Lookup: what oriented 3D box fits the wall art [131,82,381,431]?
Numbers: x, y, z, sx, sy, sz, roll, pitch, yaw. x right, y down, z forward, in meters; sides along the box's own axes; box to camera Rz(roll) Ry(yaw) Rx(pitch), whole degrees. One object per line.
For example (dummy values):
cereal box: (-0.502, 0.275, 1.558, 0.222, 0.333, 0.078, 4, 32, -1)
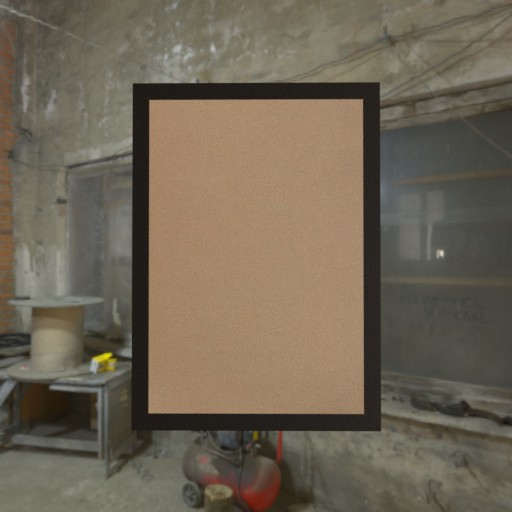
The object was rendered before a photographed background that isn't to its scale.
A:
wall art: (0.000, 0.000, 0.679, 0.379, 0.530, 0.008, 0, -1, 1)
